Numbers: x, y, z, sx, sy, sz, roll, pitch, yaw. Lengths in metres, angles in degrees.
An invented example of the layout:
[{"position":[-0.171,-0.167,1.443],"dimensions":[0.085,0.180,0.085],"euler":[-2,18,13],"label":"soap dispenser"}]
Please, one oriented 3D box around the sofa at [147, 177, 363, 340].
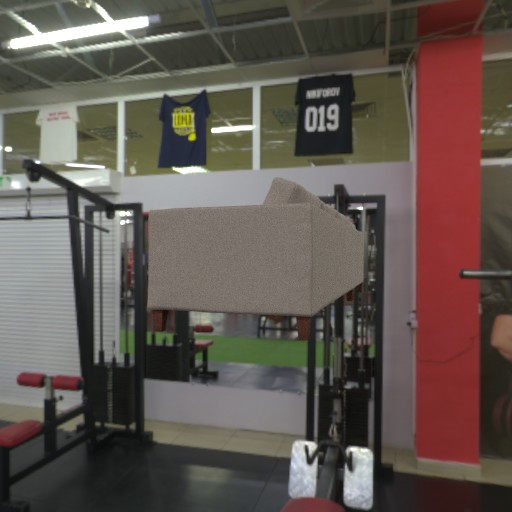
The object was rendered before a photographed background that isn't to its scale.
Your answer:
[{"position":[0.000,0.000,3.925],"dimensions":[1.625,0.846,3.186],"euler":[0,0,18],"label":"sofa"}]
